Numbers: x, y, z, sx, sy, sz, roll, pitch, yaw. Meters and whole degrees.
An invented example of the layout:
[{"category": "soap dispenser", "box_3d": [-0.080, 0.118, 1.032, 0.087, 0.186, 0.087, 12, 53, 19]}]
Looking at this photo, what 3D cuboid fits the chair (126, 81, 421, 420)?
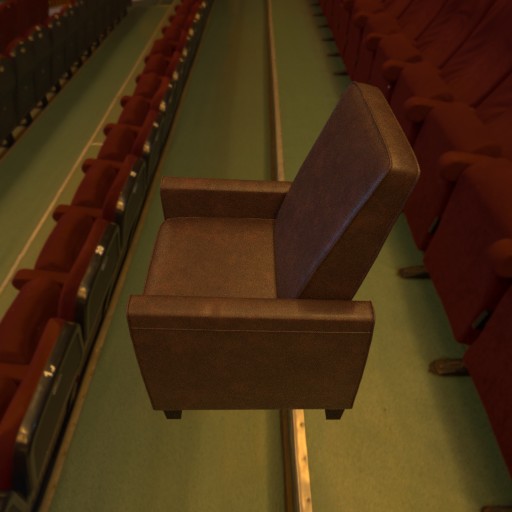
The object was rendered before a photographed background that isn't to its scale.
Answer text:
[{"category": "chair", "box_3d": [0.000, 0.000, 1.501, 0.746, 1.013, 0.705, 0, 42, 0]}]
